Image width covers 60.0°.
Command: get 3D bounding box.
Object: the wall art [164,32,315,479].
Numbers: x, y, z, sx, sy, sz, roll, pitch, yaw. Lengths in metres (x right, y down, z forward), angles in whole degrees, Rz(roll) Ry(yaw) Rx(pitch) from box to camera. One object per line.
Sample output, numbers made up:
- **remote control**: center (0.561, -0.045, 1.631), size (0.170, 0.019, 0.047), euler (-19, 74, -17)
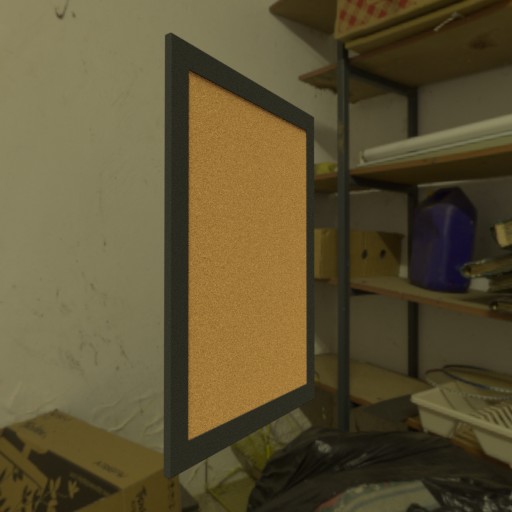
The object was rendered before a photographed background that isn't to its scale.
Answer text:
- **wall art**: center (0.000, 0.000, 0.681), size (0.012, 0.529, 0.374), euler (-1, -1, 34)
